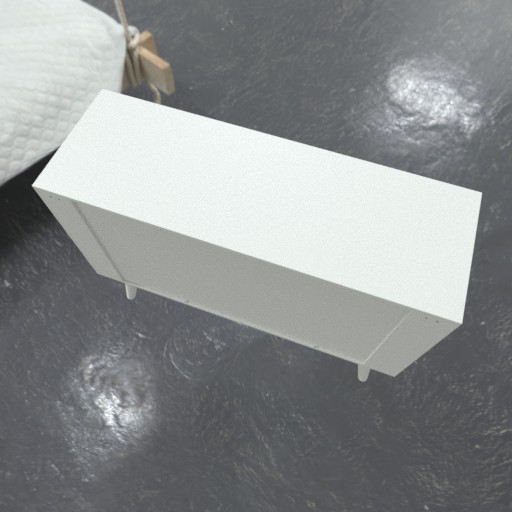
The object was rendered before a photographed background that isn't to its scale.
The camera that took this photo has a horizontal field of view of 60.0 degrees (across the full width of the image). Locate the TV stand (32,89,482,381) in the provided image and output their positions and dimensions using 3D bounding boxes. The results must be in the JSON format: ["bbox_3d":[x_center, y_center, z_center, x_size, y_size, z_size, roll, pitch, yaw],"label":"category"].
[{"bbox_3d":[0.000,0.000,1.600,1.193,0.812,0.406,18,64,9],"label":"TV stand"}]
